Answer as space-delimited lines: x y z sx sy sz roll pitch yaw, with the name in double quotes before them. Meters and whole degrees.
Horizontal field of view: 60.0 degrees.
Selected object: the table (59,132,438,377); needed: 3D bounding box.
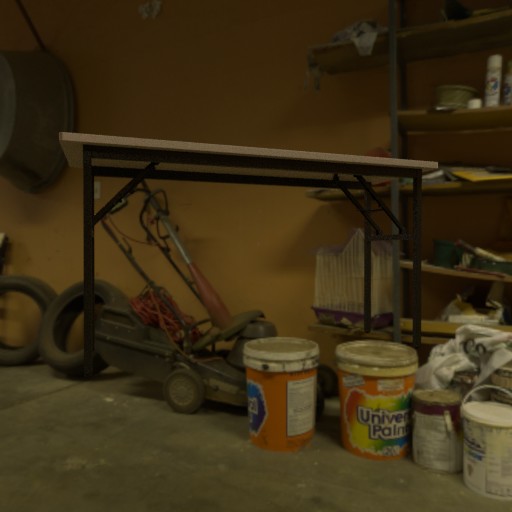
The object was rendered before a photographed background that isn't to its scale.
"table" 0.000 0.000 1.765 1.397 0.750 0.447 0 1 -19
